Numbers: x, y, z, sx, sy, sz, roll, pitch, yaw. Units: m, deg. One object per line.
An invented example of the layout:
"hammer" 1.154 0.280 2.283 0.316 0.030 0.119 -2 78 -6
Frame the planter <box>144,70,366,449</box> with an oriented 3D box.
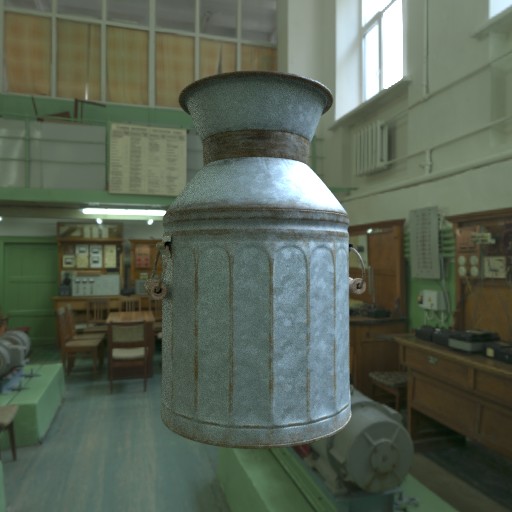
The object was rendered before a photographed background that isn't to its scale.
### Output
"planter" 0.000 0.000 0.513 0.248 0.358 0.215 0 0 -18
